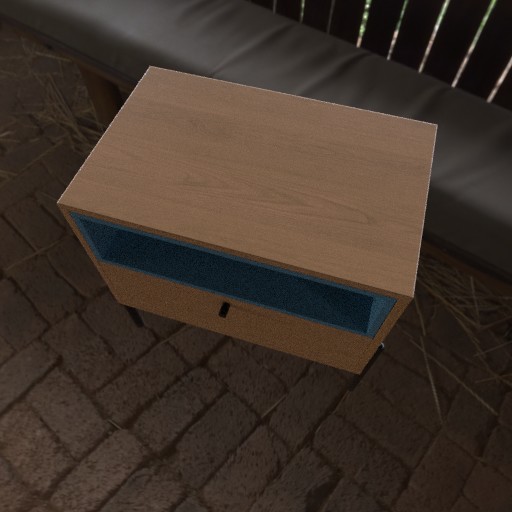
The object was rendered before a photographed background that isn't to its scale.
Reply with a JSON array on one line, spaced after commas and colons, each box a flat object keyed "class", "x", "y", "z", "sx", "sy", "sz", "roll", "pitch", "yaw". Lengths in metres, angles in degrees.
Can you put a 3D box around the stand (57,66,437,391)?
[{"class": "stand", "x": 0.000, "y": 0.000, "z": 1.028, "sx": 0.630, "sy": 0.600, "sz": 0.400, "roll": 15, "pitch": 60, "yaw": 9}]
